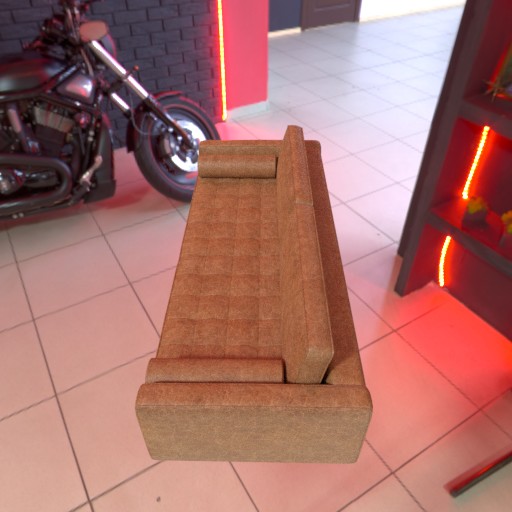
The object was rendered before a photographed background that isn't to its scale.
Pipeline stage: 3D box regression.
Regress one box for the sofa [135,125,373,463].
[{"bbox_3d":[0.000,0.000,2.576,0.919,0.770,2.200,1,41,1],"label":"sofa"}]
